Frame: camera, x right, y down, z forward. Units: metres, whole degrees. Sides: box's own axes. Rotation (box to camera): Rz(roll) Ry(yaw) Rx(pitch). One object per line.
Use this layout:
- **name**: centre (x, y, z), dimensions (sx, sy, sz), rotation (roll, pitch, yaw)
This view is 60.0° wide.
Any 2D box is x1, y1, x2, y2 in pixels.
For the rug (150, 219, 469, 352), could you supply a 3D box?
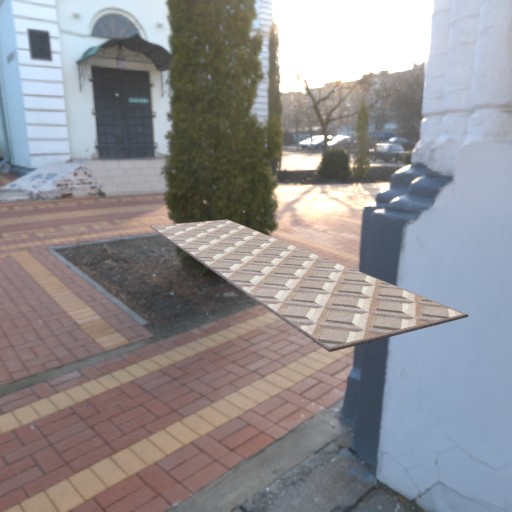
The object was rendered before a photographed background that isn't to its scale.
- **rug**: centre (0.000, 0.000, 2.676), dimensions (0.685, 0.013, 2.437), rotation (-7, 16, -26)
